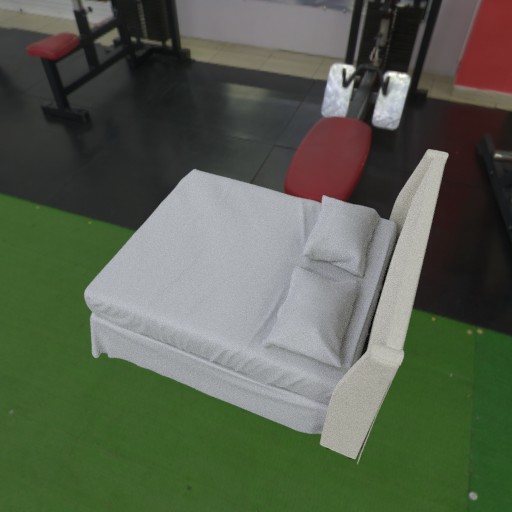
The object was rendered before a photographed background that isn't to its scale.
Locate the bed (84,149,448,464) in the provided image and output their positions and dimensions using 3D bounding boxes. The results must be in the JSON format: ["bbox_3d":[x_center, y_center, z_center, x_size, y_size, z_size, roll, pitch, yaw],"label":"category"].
[{"bbox_3d":[0.000,0.000,3.401,2.276,1.332,1.925,17,49,16],"label":"bed"}]
